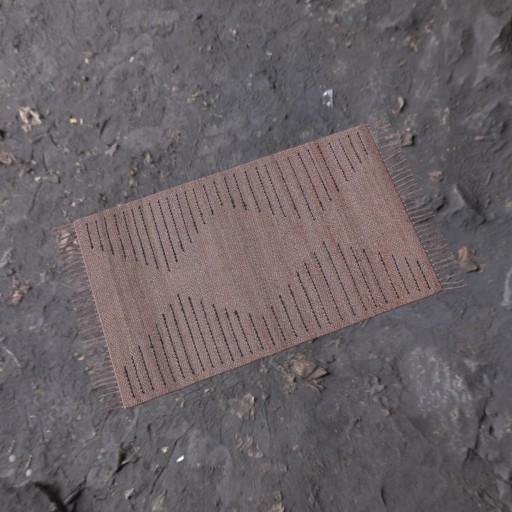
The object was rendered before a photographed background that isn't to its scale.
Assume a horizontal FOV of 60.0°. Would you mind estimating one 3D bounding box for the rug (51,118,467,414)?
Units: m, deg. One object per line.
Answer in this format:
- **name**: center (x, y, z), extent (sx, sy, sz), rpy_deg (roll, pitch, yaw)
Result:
- **rug**: center (0.000, 0.000, 2.030), extent (1.718, 0.017, 0.905), rpy_deg (-19, 77, -5)
